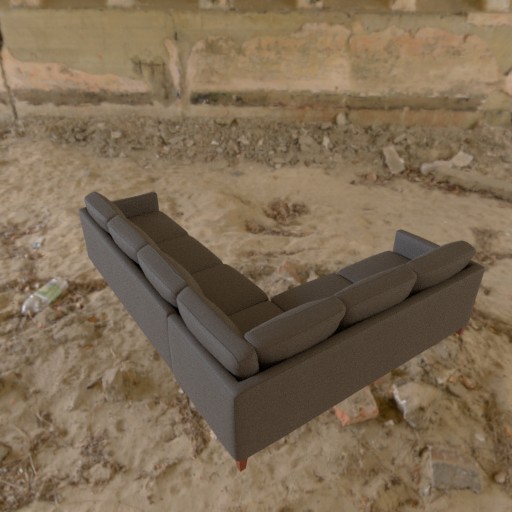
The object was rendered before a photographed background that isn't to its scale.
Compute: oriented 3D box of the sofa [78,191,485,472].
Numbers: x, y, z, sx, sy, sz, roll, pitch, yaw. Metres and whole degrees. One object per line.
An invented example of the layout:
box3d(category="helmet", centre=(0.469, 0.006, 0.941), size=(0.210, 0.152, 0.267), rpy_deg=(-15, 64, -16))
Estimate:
box3d(category="sofa", centre=(0.000, 0.000, 4.451), size=(2.593, 0.947, 3.302), rpy_deg=(-19, 35, -29))
